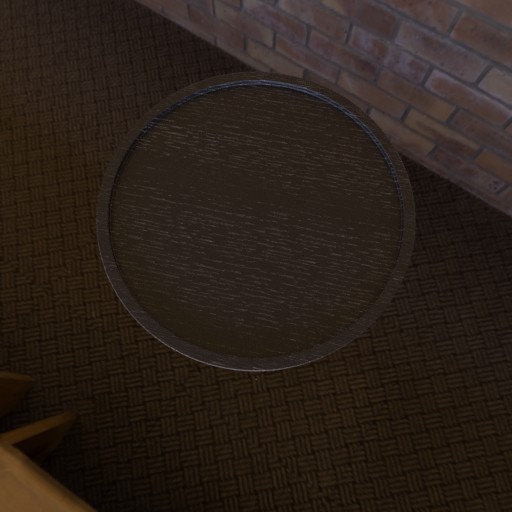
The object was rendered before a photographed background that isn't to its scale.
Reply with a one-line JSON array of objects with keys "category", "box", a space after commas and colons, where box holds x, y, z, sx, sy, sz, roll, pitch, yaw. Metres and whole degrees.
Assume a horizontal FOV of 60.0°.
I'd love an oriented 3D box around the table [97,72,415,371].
[{"category": "table", "box": [0.000, 0.000, 0.777, 0.399, 0.460, 0.399, 0, 74, 0]}]
